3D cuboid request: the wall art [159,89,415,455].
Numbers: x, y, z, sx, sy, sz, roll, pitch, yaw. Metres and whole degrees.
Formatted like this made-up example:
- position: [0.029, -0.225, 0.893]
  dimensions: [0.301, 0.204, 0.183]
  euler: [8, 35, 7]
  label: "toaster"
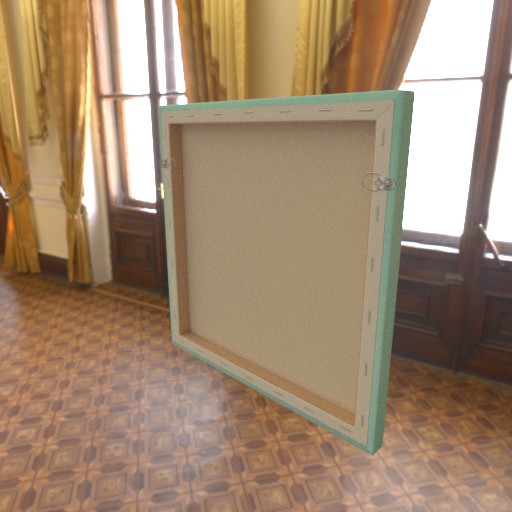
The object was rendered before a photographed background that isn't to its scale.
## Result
- position: [0.000, 0.000, 1.608]
  dimensions: [1.071, 1.073, 0.070]
  euler: [15, 22, 42]
  label: "wall art"
